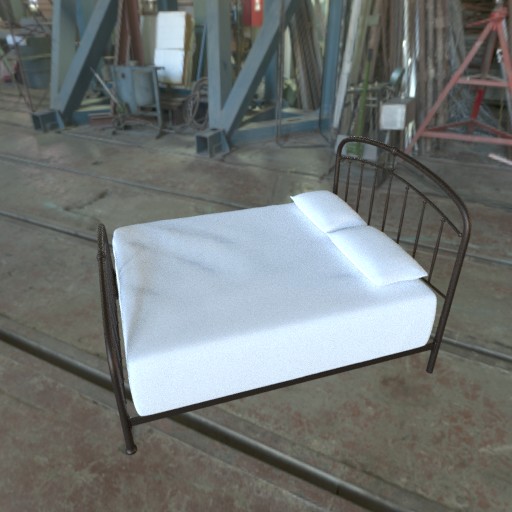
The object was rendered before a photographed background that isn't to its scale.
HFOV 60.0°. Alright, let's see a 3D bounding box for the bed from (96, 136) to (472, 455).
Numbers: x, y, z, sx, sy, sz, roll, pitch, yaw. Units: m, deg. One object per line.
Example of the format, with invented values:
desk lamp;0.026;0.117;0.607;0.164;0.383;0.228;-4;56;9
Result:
bed;0.000;0.000;3.258;2.180;1.425;1.711;-9;32;-16
